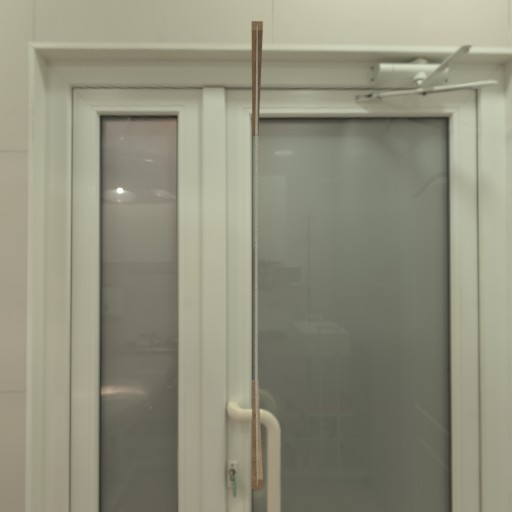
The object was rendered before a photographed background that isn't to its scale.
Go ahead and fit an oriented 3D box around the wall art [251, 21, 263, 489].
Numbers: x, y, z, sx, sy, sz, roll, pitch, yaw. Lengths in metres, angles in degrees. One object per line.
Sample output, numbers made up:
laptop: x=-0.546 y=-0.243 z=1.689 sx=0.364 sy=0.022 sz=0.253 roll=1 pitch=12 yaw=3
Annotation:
wall art: x=0.000 y=0.000 z=0.684 sx=0.012 sy=0.508 sz=0.405 roll=0 pitch=-1 yaw=0
